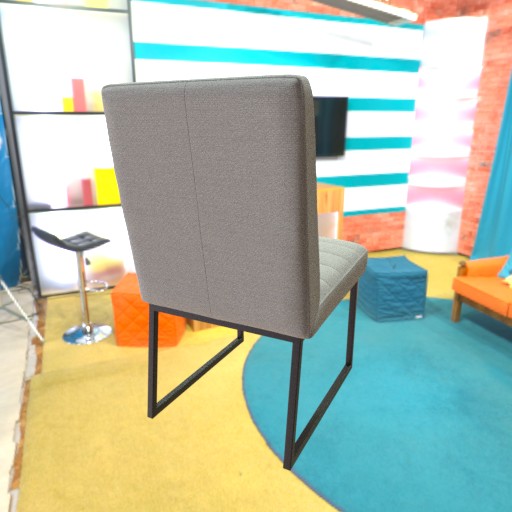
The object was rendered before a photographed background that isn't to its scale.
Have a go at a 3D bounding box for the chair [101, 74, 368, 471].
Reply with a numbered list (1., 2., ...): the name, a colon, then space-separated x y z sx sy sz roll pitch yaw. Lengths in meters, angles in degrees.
1. chair: 0.000 0.000 1.302 0.520 0.930 0.634 8 19 26
